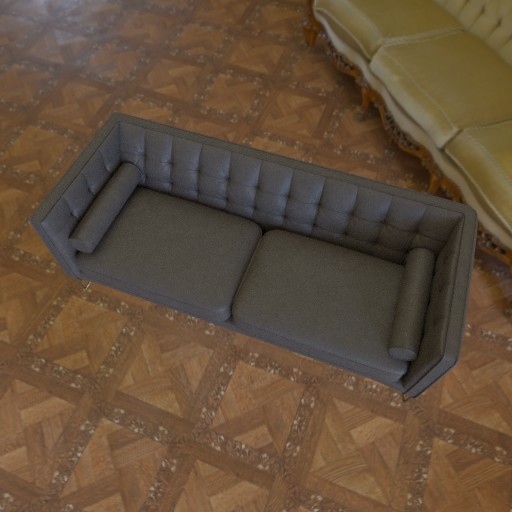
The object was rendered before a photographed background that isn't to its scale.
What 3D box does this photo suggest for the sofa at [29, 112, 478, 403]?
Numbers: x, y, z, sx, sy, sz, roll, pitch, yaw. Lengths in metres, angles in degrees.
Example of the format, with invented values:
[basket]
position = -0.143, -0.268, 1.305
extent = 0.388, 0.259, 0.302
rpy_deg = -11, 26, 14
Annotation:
[sofa]
position = 0.000, 0.000, 2.493
extent = 2.087, 0.789, 0.867
rpy_deg = 17, 60, 11
